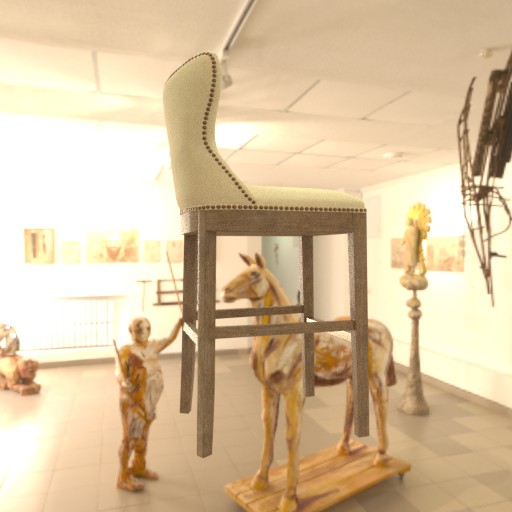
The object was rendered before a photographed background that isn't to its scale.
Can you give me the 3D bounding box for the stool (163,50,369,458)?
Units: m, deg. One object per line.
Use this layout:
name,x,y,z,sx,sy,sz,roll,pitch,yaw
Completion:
stool,0.000,0.000,1.478,0.606,1.123,0.494,0,1,-18
